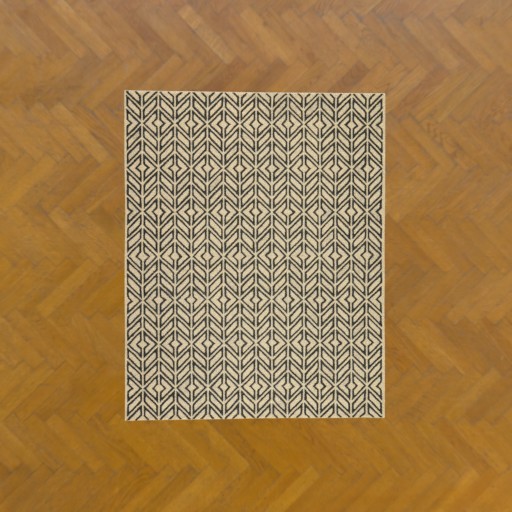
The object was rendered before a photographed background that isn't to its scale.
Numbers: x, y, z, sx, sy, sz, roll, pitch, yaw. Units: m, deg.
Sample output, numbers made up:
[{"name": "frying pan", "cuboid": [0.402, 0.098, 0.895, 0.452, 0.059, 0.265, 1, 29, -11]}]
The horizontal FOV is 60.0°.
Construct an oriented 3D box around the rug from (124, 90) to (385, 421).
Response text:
[{"name": "rug", "cuboid": [0.000, 0.000, 4.120, 2.421, 0.008, 3.045, 0, 90, -2]}]
